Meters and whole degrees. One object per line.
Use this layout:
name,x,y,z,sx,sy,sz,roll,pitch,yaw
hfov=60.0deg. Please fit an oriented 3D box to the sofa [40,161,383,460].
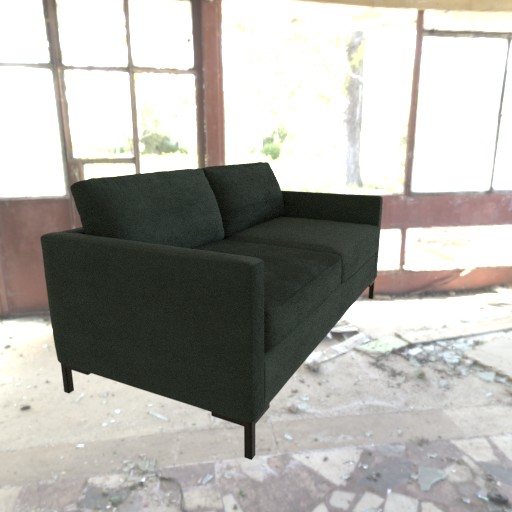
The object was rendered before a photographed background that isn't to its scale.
sofa,0.000,0.000,2.118,0.875,0.817,1.676,8,17,26
